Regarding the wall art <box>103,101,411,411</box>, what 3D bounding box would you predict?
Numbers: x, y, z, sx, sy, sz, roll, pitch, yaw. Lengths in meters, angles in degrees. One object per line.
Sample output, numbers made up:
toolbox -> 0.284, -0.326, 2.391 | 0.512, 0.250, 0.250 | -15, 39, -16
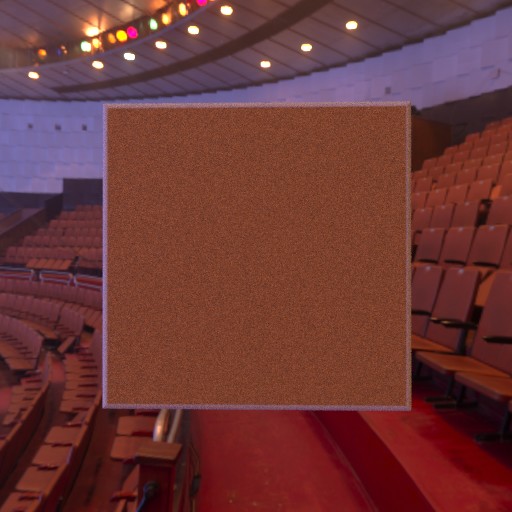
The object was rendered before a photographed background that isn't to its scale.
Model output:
wall art -> 0.000, 0.000, 1.124 | 0.768, 0.765, 0.041 | 0, 0, 1
